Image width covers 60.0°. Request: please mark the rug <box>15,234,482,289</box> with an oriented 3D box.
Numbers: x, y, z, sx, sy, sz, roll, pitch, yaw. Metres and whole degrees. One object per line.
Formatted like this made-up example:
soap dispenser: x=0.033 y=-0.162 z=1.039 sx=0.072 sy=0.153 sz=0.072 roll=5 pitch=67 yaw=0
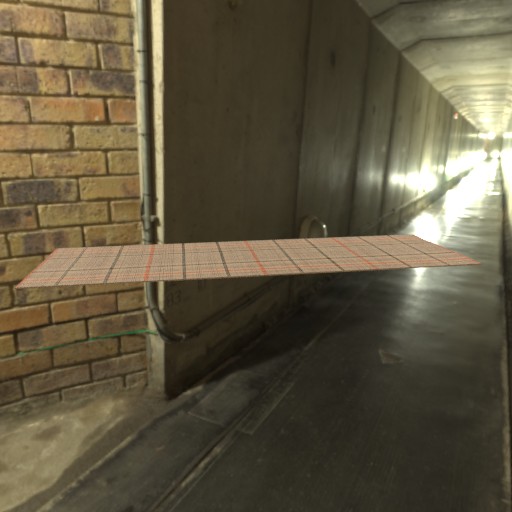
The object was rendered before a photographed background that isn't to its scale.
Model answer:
rug: x=0.000 y=0.000 z=2.650 sx=2.439 sy=0.008 sz=0.762 roll=-3 pitch=16 yaw=-9
